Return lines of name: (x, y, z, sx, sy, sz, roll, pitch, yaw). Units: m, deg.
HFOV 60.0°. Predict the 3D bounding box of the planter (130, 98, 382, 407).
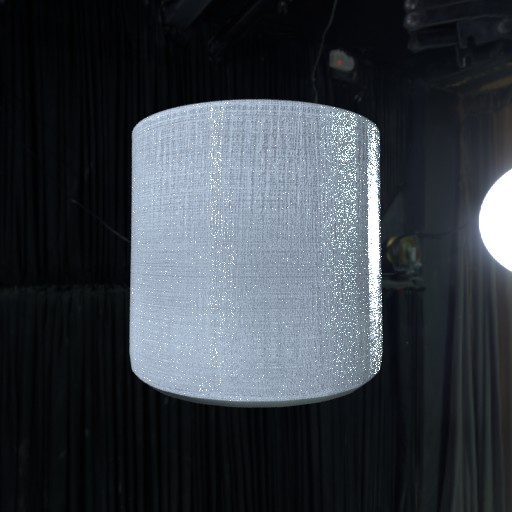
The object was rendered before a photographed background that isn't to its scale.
planter: (0.000, 0.000, 0.292, 0.160, 0.156, 0.160, 0, 0, 0)
